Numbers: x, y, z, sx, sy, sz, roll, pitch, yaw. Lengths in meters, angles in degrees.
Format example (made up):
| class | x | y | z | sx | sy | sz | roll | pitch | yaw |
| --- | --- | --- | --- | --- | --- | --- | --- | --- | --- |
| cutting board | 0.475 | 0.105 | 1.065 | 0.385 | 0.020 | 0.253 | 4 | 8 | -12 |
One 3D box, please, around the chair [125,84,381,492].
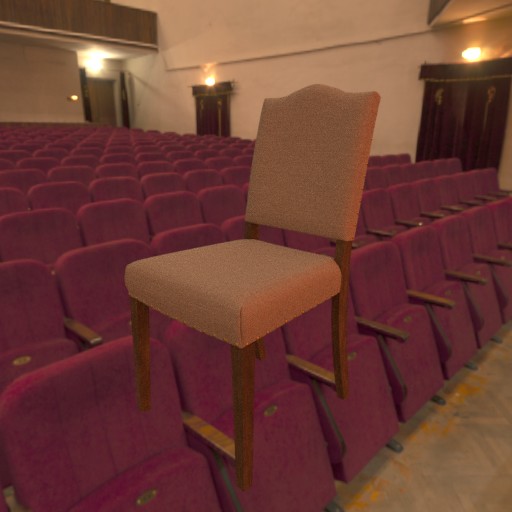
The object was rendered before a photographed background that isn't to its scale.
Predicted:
| class | x | y | z | sx | sy | sz | roll | pitch | yaw |
| --- | --- | --- | --- | --- | --- | --- | --- | --- | --- |
| chair | 0.000 | 0.000 | 1.351 | 0.508 | 1.020 | 0.620 | 15 | 22 | 42 |
